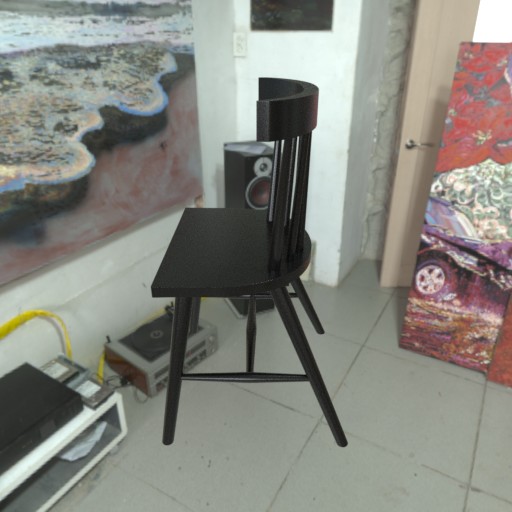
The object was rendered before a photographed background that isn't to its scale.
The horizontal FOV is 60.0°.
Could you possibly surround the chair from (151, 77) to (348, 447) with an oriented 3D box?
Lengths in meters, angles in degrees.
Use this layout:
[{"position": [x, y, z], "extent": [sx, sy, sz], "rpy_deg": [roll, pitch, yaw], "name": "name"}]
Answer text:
[{"position": [0.000, 0.000, 1.176], "extent": [0.483, 0.844, 0.506], "rpy_deg": [0, 27, 1], "name": "chair"}]
